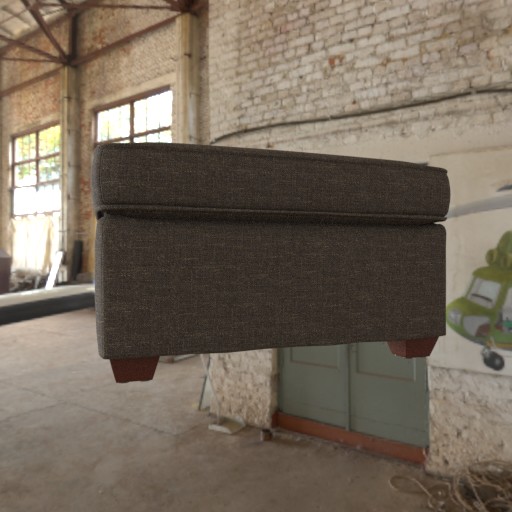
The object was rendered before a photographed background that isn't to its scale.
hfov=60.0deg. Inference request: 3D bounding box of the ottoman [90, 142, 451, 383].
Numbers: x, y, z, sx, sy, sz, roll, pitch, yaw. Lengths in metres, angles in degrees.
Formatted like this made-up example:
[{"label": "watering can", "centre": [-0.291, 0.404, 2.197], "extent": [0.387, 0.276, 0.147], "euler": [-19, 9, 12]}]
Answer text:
[{"label": "ottoman", "centre": [0.000, 0.000, 1.084], "extent": [0.749, 0.450, 0.549], "euler": [0, 0, -19]}]
